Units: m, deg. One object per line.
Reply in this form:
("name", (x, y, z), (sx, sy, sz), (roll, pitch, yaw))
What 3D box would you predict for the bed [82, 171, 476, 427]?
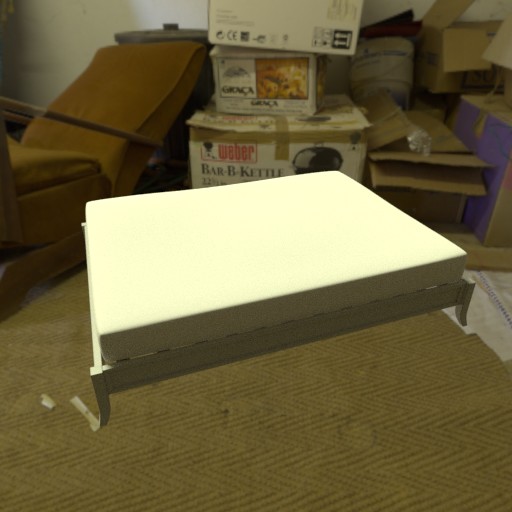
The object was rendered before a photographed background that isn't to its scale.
("bed", (0.000, 0.000, 2.862), (2.108, 0.510, 1.604), (-10, 32, -17))
